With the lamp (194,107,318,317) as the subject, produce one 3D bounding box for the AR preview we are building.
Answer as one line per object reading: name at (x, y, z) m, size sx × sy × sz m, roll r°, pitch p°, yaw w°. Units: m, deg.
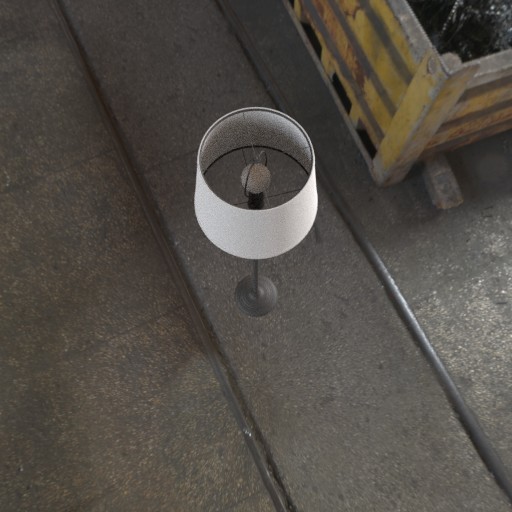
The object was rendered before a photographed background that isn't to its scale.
lamp at (0.000, 0.000, 1.682) m, size 0.327 × 1.506 × 0.327 m, roll 30°, pitch 76°, yaw 8°
